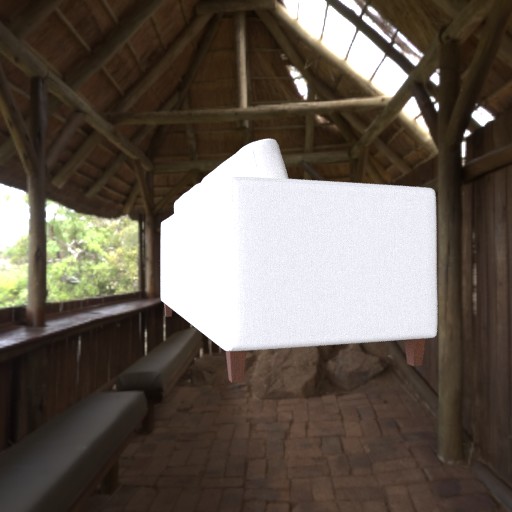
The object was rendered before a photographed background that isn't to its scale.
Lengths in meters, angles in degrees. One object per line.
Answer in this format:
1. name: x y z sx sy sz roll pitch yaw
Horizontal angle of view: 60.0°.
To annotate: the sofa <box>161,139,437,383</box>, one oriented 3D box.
1. sofa: 0.000 0.000 2.673 0.924 0.933 2.139 0 0 -18
